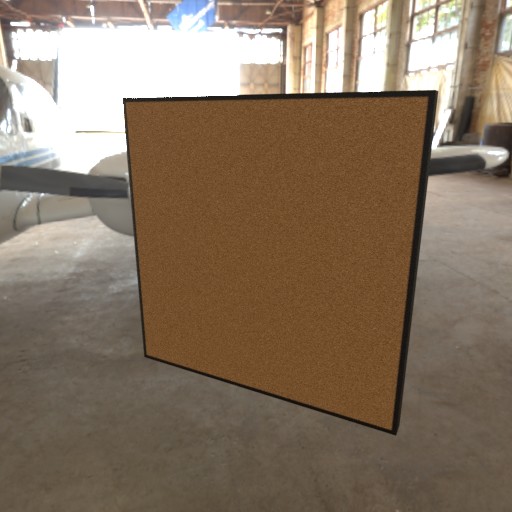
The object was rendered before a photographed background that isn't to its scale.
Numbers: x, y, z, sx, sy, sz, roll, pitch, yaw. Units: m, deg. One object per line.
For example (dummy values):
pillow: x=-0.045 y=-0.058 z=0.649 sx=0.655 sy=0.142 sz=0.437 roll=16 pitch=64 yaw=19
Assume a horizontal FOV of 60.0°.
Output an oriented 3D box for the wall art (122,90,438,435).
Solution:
wall art: x=0.000 y=0.000 z=0.746 sx=0.513 sy=0.511 sz=0.028 roll=9 pitch=20 yaw=26
